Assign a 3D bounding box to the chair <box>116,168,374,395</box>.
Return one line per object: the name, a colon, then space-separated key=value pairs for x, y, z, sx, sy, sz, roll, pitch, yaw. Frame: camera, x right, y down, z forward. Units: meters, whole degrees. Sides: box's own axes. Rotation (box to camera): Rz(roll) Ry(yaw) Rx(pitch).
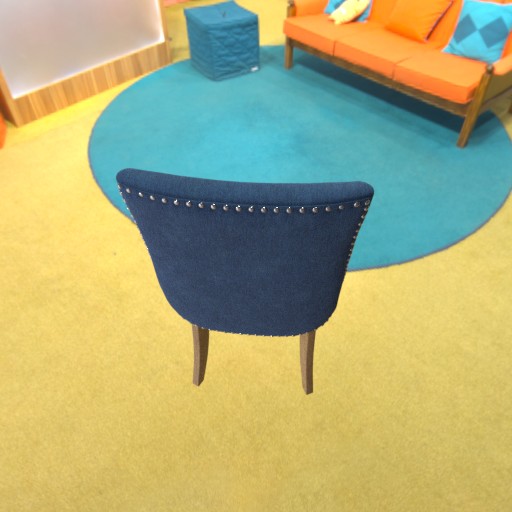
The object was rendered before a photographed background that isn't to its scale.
chair: x=0.000 y=0.000 z=1.288 sx=0.495 sy=0.902 sz=0.610 roll=4 pitch=46 yaw=4
